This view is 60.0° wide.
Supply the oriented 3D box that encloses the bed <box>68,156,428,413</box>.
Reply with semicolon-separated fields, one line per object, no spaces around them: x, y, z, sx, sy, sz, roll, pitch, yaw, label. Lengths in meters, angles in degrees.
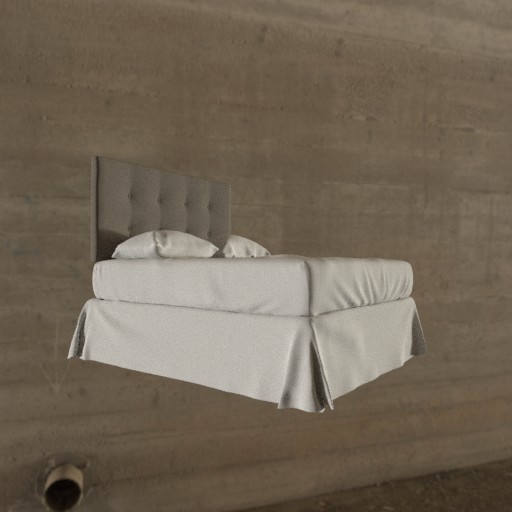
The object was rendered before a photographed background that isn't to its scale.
0.000;0.000;3.512;2.222;1.577;1.936;-1;-1;37;bed
